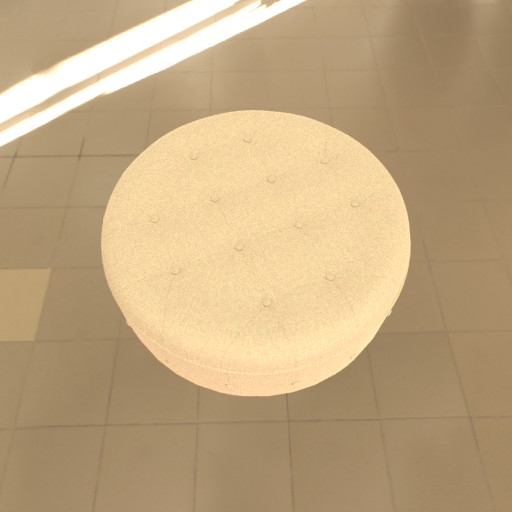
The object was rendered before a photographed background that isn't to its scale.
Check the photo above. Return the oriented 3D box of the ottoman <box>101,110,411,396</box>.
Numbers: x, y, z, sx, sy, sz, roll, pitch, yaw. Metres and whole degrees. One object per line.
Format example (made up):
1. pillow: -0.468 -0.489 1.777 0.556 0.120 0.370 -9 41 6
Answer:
1. ottoman: 0.000 0.000 1.380 0.848 0.494 0.848 0 59 0
